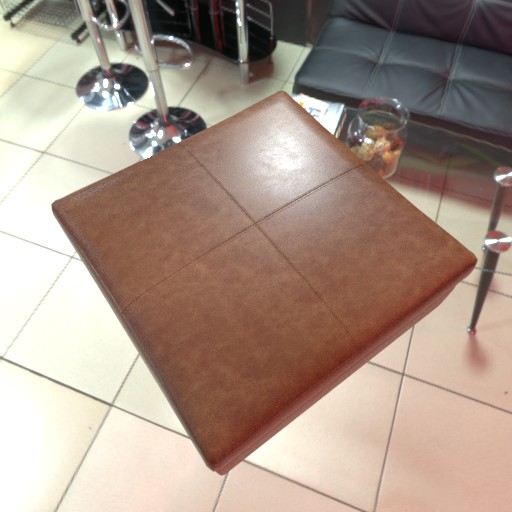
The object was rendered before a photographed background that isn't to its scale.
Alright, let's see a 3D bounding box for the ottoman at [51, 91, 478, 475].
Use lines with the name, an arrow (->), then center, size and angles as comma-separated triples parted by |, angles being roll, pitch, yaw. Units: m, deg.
ottoman -> 0.000, 0.000, 1.809 | 1.168, 0.483, 1.169 | -32, 64, -18
